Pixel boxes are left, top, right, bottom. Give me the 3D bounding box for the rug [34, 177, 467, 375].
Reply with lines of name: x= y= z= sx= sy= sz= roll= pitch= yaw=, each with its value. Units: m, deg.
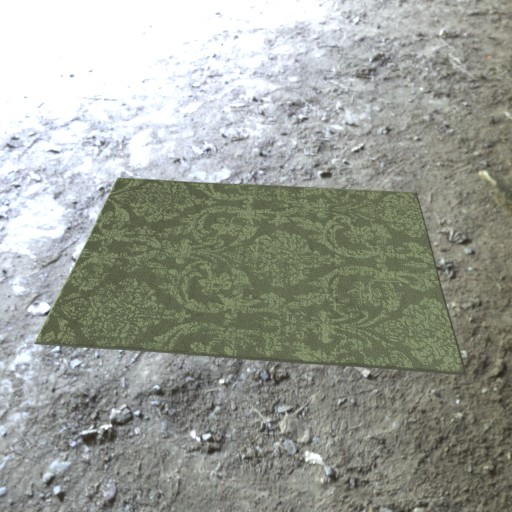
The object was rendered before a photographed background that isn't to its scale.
rug: x=0.000 y=0.000 z=2.276 sx=1.824 sy=0.012 sz=1.206 roll=3 pitch=46 yaw=3
